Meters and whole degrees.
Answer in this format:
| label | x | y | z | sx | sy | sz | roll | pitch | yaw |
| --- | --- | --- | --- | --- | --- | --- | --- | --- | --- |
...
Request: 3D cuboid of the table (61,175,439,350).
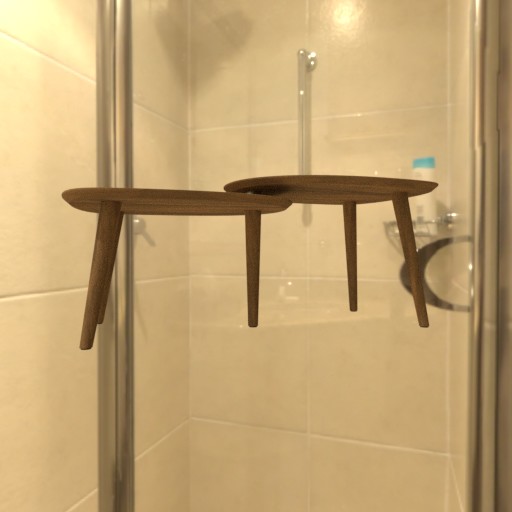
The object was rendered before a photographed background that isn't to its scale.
| label | x | y | z | sx | sy | sz | roll | pitch | yaw |
| --- | --- | --- | --- | --- | --- | --- | --- | --- | --- |
| table | 0.000 | 0.000 | 1.359 | 1.084 | 0.429 | 0.527 | 0 | 1 | -18 |
